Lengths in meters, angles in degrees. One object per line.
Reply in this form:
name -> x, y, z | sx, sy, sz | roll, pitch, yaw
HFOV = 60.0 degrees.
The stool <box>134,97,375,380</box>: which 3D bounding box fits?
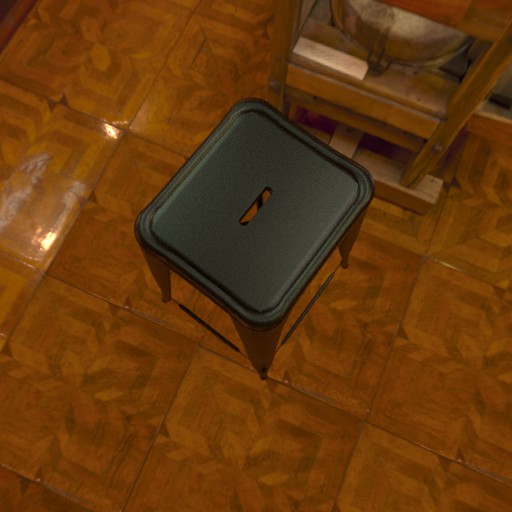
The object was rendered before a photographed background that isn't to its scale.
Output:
stool -> 0.000, 0.000, 0.929 | 0.423, 0.609, 0.455 | 25, 78, 6
